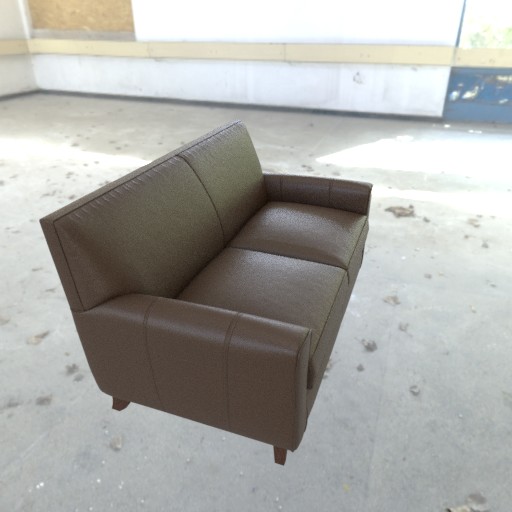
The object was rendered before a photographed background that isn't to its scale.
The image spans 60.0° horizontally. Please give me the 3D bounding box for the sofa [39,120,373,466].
[{"bbox_3d":[0.000,0.000,1.999,0.853,0.859,1.468,10,31,18],"label":"sofa"}]
